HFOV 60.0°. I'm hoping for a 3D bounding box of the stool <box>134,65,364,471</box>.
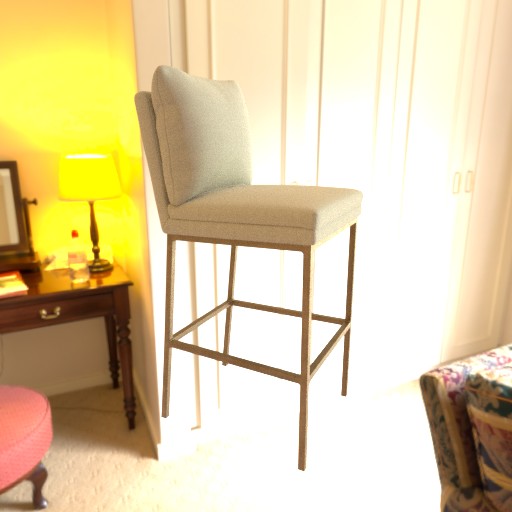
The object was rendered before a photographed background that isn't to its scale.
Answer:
[{"bbox_3d":[0.000,0.000,1.442,0.572,1.125,0.463,8,17,26],"label":"stool"}]
